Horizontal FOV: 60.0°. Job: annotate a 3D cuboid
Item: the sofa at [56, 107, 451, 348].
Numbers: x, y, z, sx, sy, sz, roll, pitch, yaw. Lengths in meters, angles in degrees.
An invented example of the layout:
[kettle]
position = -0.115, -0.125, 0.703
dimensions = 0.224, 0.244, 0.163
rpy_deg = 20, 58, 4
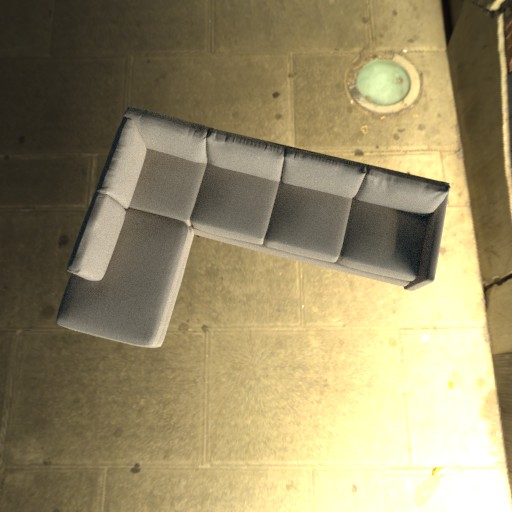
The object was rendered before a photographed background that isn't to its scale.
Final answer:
[sofa]
position = 0.000, 0.000, 3.133
dimensions = 2.423, 0.703, 1.617
rpy_deg = 14, 76, 3
